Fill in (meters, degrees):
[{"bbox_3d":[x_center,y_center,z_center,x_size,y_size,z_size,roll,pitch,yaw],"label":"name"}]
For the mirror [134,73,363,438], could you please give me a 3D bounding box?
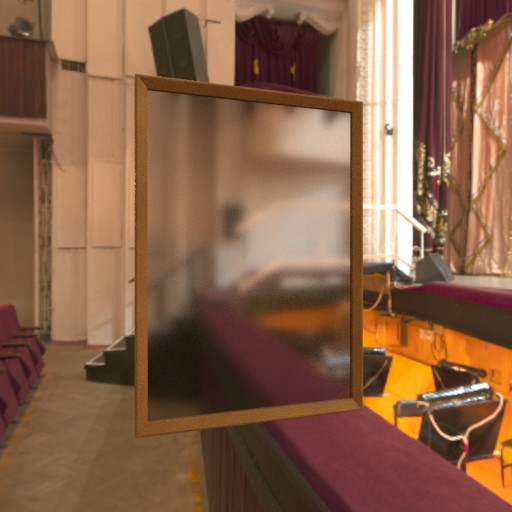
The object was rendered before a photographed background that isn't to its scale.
[{"bbox_3d":[0.000,0.000,0.960,0.507,0.710,0.039,0,0,-18],"label":"mirror"}]
